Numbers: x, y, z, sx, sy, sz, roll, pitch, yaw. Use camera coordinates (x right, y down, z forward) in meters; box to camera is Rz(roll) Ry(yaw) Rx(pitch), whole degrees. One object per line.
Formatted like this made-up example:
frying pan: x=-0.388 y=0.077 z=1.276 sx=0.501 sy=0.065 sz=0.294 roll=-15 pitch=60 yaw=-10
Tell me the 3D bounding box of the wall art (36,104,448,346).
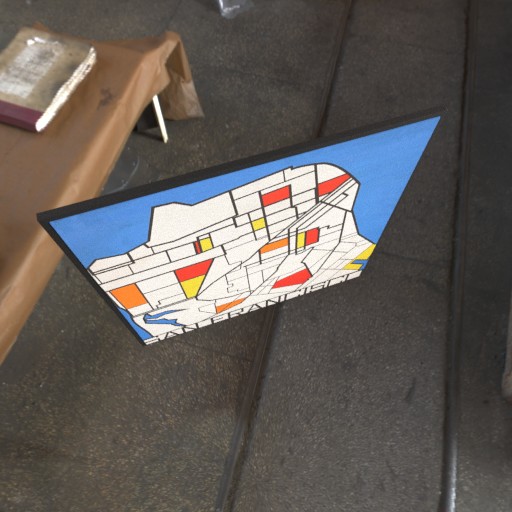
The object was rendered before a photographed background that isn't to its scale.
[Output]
wall art: x=0.000 y=0.000 z=0.979 sx=0.664 sy=0.663 sz=0.015 roll=-17 pitch=64 yaw=-8
